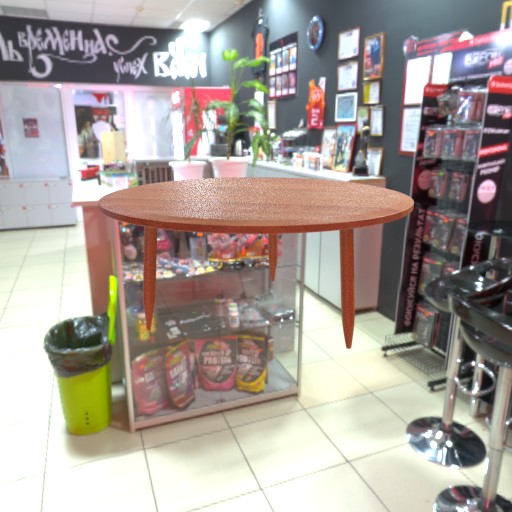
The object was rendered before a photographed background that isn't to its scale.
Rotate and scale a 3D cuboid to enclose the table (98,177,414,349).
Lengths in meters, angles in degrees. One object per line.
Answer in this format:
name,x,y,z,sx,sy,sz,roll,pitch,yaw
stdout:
table,0.000,0.000,1.389,0.900,0.400,0.900,0,16,0
